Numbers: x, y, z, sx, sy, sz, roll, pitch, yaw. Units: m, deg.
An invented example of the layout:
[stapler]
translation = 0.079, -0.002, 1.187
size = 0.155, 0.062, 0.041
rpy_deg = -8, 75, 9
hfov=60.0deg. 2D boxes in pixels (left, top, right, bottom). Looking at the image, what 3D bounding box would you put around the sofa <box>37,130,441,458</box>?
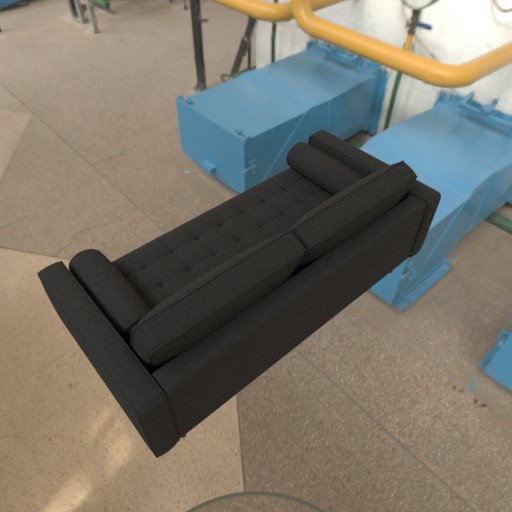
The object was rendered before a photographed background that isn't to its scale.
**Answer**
[sofa]
translation = 0.000, 0.000, 2.320
size = 1.875, 0.759, 0.914
rpy_deg = -32, 54, -27
